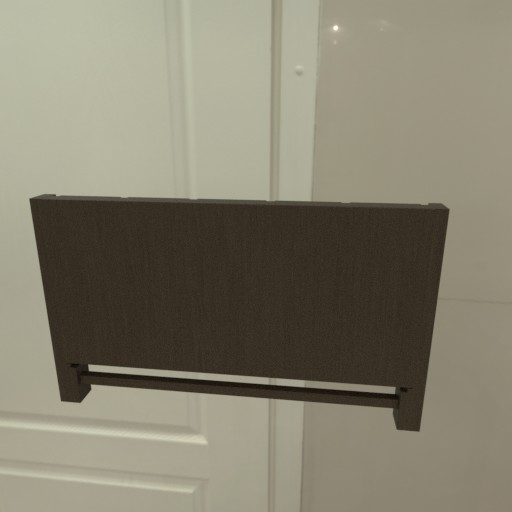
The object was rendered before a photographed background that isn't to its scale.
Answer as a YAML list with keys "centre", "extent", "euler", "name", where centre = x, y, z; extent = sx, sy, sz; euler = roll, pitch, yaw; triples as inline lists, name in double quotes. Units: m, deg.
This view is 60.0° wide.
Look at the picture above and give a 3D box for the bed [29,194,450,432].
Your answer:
- centre: [0.000, 0.000, 3.464]
  extent: [2.143, 1.261, 2.238]
  euler: [2, 18, 7]
  name: "bed"
